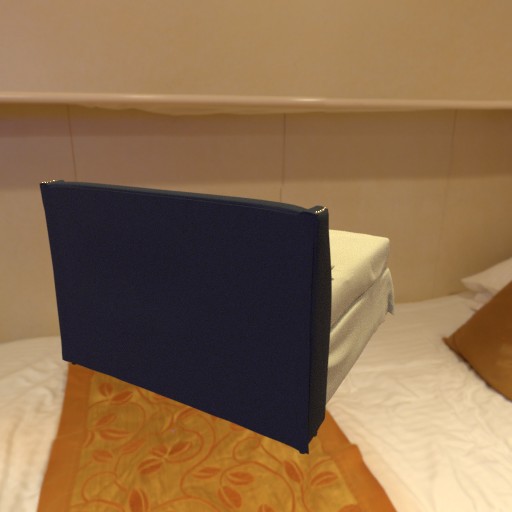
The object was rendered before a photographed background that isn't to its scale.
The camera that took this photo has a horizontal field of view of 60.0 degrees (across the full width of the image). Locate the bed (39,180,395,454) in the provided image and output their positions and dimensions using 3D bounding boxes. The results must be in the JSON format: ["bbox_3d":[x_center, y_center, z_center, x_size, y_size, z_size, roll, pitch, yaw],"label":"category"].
[{"bbox_3d":[0.000,0.000,3.484,1.925,1.332,2.276,10,20,28],"label":"bed"}]
